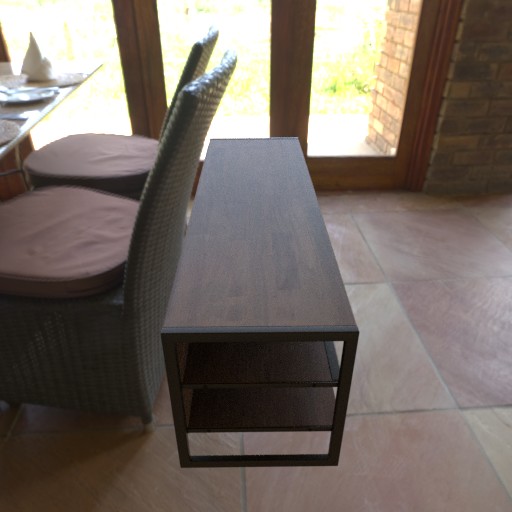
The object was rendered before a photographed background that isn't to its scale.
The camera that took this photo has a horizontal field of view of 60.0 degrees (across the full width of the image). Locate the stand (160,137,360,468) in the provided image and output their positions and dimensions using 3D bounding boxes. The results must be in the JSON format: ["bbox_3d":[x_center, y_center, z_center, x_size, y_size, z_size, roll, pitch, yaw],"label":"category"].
[{"bbox_3d":[0.000,0.000,1.764,0.454,0.506,1.480,0,32,-1],"label":"stand"}]
